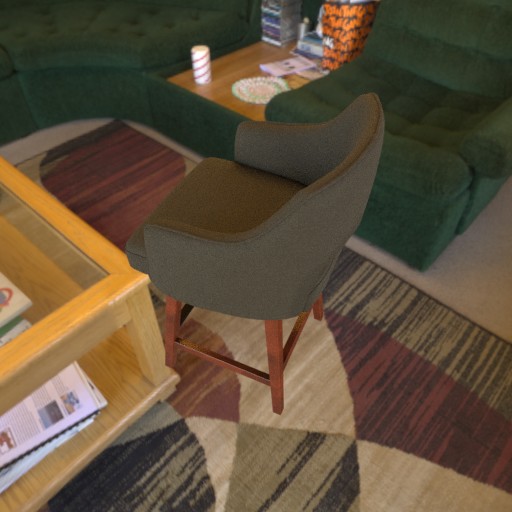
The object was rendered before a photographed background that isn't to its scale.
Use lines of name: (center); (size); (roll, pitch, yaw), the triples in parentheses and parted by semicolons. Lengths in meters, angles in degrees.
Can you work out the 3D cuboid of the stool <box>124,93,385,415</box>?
stool: (0.000, 0.000, 1.284); (0.558, 0.912, 0.548); (18, 49, 17)
